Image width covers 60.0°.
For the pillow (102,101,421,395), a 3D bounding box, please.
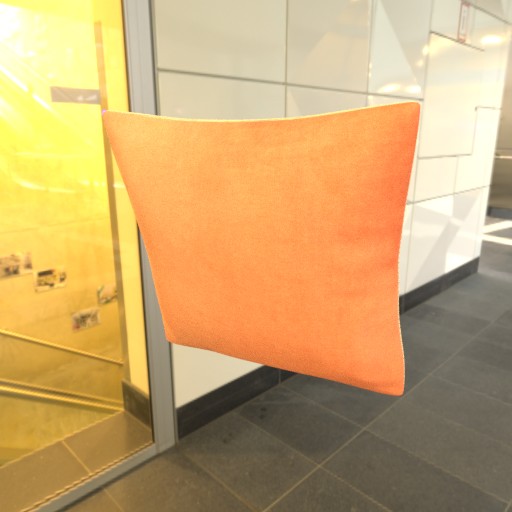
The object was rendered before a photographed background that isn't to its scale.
[{"bbox_3d":[0.000,0.000,0.635,0.424,0.401,0.177,7,17,25],"label":"pillow"}]
